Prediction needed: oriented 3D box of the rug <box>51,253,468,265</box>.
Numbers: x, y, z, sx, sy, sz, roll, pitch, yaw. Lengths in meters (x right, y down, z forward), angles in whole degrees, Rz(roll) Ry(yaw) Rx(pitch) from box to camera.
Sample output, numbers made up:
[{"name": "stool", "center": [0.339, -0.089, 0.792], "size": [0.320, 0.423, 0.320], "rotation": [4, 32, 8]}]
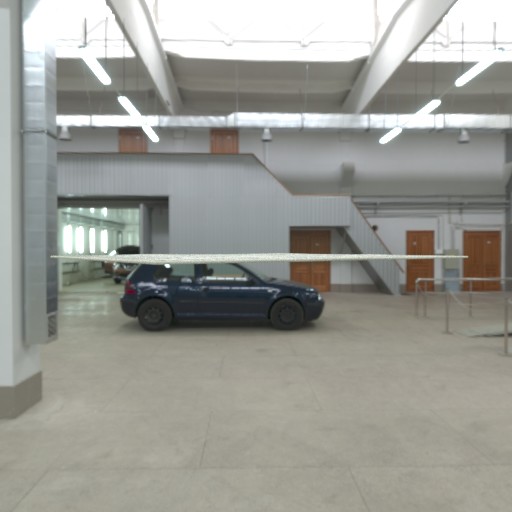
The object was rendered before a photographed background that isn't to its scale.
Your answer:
[{"name": "rug", "center": [0.000, 0.000, 3.925], "size": [2.921, 0.032, 2.311], "rotation": [-1, 1, -37]}]
